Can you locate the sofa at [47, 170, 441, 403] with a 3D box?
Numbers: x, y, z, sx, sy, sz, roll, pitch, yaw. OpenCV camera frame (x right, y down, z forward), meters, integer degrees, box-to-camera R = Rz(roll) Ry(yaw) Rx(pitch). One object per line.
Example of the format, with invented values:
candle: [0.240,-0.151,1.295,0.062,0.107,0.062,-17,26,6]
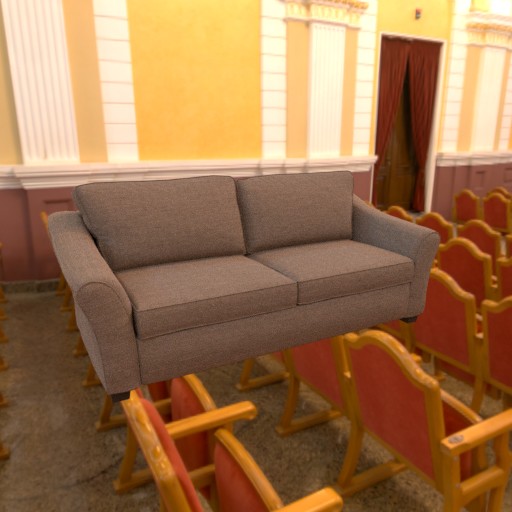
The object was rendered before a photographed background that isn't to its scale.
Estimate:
sofa: [0.000,0.000,2.764,2.270,0.965,0.980,-8,17,-27]
